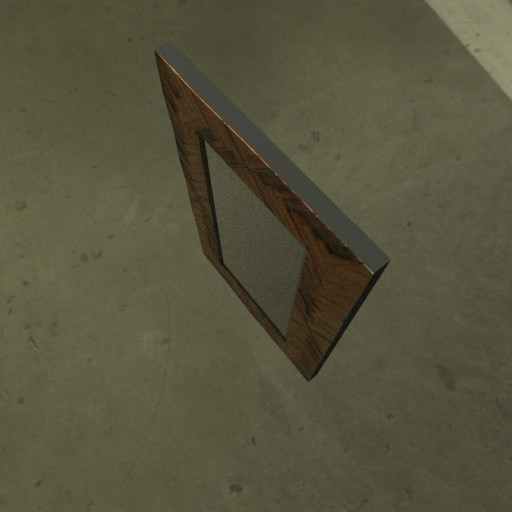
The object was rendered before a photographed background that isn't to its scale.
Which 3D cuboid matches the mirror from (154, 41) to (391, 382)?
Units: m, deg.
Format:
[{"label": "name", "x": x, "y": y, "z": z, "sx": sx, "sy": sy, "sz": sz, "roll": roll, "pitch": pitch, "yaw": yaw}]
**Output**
[{"label": "mirror", "x": 0.000, "y": 0.000, "z": 1.176, "sx": 0.044, "sy": 0.912, "sz": 0.606, "roll": -35, "pitch": 69, "yaw": -15}]
